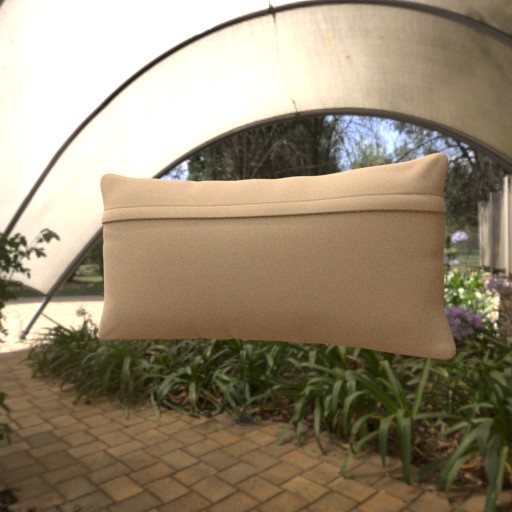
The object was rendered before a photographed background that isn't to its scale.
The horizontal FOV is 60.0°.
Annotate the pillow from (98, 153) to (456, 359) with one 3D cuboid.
[{"bbox_3d":[0.000,0.000,0.732,0.604,0.307,0.148,0,-1,17],"label":"pillow"}]
